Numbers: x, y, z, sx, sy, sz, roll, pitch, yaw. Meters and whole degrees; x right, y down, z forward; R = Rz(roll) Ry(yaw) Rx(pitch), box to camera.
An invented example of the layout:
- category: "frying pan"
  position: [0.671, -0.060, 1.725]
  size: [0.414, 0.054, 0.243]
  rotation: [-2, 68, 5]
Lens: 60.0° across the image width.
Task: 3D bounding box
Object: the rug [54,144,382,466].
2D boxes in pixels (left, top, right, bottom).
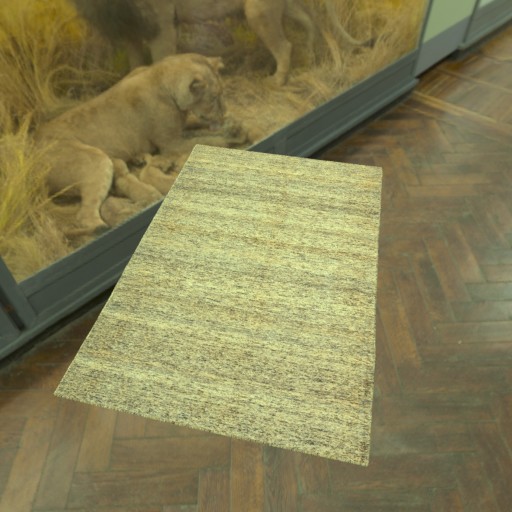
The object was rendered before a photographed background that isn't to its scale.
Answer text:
- category: "rug"
  position: [0.000, 0.000, 2.281]
  size: [1.243, 0.014, 1.846]
  rotation: [9, 47, 9]
